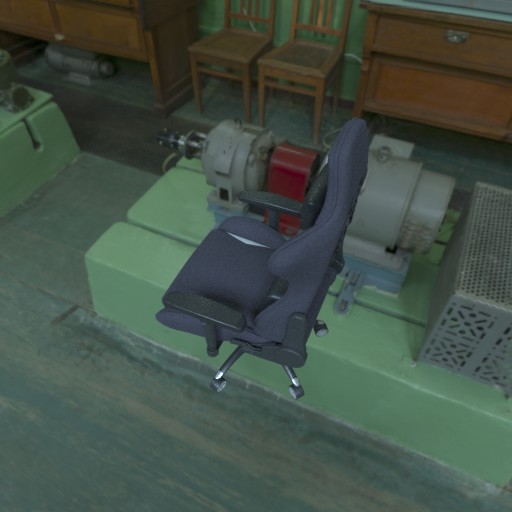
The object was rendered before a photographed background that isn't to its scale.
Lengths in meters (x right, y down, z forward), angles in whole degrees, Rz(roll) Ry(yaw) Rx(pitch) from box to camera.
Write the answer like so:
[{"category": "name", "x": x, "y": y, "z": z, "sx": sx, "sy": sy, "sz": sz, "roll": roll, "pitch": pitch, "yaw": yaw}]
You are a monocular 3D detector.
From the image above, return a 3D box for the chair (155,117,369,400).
[{"category": "chair", "x": 0.000, "y": 0.000, "z": 1.794, "sx": 0.695, "sy": 1.300, "sz": 0.730, "roll": 18, "pitch": 50, "yaw": 16}]
